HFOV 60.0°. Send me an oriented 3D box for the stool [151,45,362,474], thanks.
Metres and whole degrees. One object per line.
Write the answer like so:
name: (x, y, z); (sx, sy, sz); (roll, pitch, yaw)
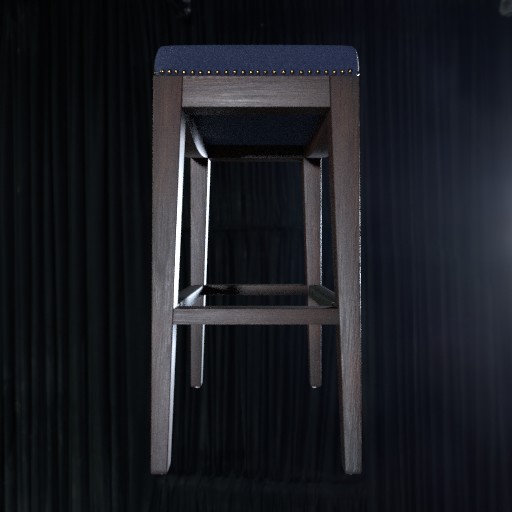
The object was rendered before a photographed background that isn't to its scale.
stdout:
stool: (0.000, 0.000, 0.992); (0.358, 0.740, 0.498); (0, 1, 0)
